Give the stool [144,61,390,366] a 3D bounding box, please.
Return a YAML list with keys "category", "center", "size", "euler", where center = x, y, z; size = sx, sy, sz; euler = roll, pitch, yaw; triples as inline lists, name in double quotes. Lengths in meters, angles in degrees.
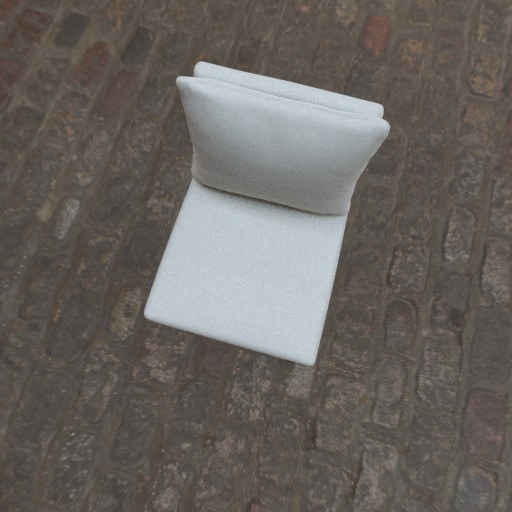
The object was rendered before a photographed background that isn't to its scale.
- category: "stool"
  center: [0.000, 0.000, 1.384]
  size: [0.463, 1.125, 0.572]
  euler: [15, 77, 4]
